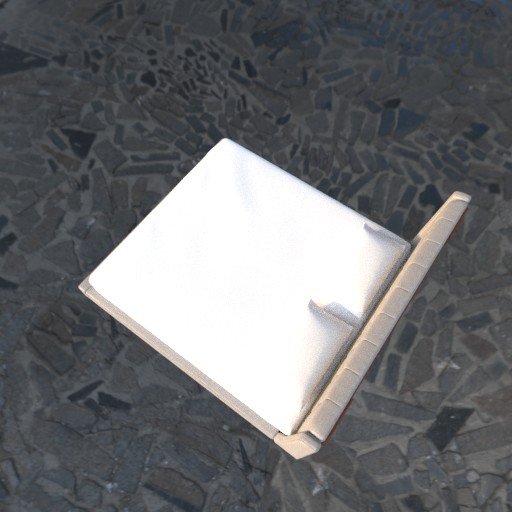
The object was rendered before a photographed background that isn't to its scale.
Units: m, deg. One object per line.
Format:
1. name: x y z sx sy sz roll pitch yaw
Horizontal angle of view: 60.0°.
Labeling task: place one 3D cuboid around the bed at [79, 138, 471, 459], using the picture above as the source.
1. bed: 0.000 0.000 3.631 2.342 1.289 2.062 33 68 15
